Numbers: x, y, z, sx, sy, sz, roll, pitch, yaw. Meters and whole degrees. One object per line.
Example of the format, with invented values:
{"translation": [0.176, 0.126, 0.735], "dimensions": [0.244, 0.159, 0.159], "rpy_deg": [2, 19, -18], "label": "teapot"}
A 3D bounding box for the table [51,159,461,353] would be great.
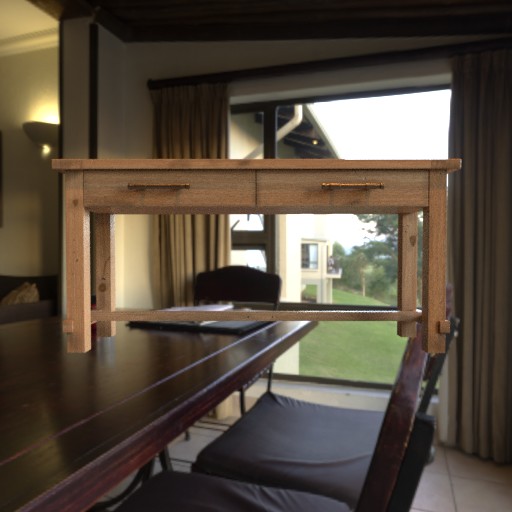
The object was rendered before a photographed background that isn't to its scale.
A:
{"translation": [0.000, 0.000, 1.921], "dimensions": [1.599, 0.762, 0.442], "rpy_deg": [0, 1, 0], "label": "table"}
